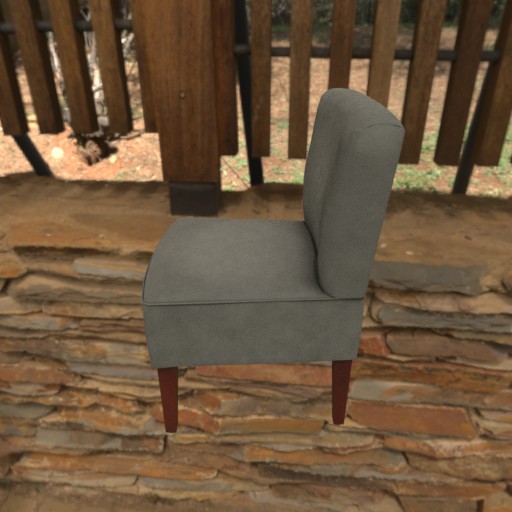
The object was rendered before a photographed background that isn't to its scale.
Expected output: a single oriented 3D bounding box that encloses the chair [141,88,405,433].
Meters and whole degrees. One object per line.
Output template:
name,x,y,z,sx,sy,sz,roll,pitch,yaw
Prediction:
chair,0.000,0.000,1.181,0.554,0.806,0.521,0,27,0
